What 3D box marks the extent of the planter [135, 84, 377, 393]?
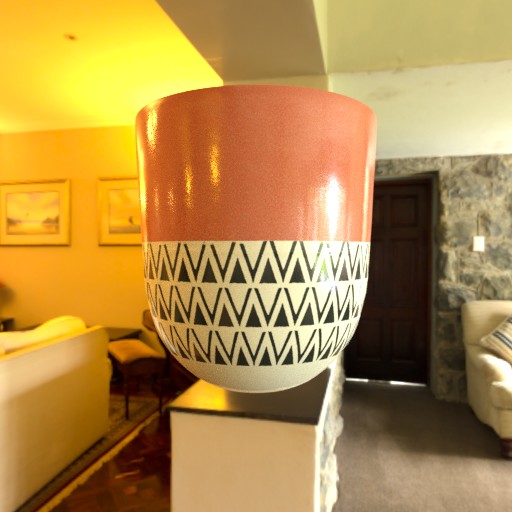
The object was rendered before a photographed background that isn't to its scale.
[{"bbox_3d":[0.000,0.000,0.371,0.195,0.214,0.195,0,1,0],"label":"planter"}]
